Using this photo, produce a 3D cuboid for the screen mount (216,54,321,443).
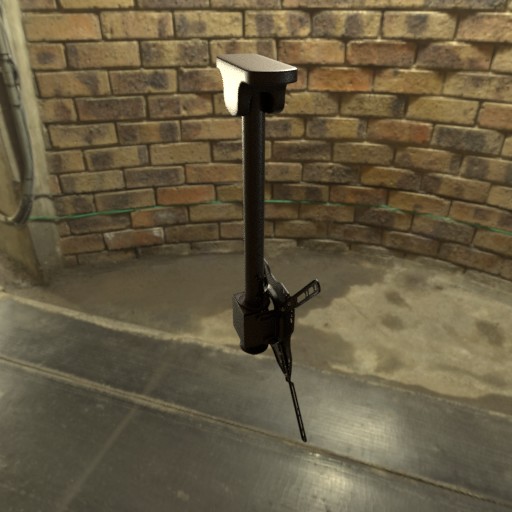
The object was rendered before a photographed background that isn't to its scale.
[{"bbox_3d":[0.000,0.000,0.898,0.090,0.729,0.393,-10,32,-17],"label":"screen mount"}]
